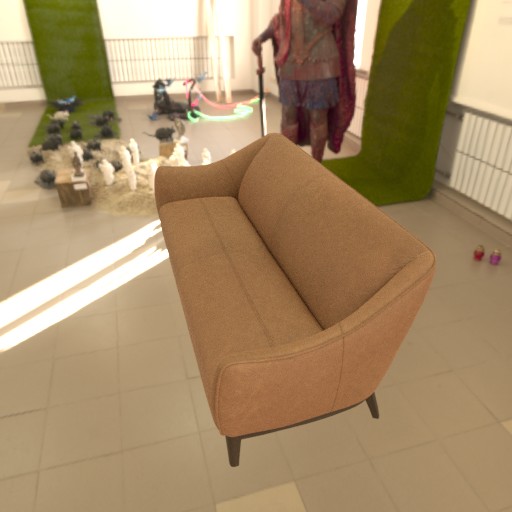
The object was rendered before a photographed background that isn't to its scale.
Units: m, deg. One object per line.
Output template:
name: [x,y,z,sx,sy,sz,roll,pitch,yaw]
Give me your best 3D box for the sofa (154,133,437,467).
sofa: [0.000,0.000,2.356,0.869,0.830,1.928,-9,32,-15]
